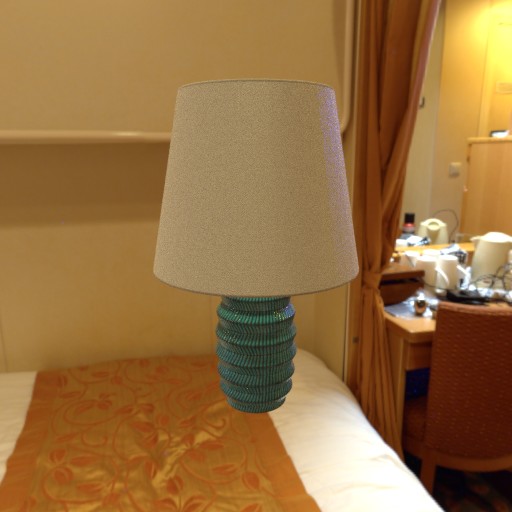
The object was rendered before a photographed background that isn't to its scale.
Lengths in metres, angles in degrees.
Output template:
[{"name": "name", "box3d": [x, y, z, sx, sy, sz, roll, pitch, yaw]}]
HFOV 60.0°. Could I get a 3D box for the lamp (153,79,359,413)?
[{"name": "lamp", "box3d": [0.000, 0.000, 0.558, 0.254, 0.392, 0.254, 0, 13, 0]}]
